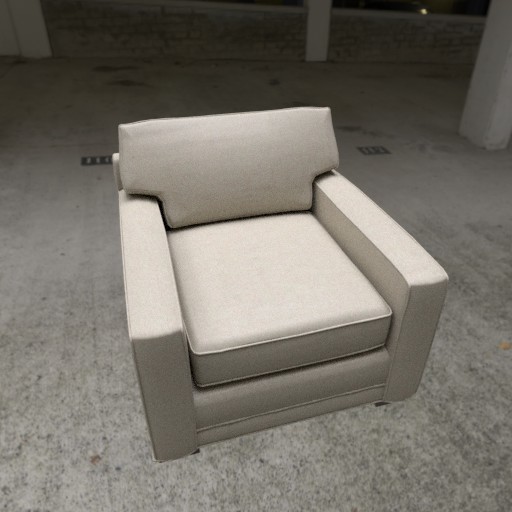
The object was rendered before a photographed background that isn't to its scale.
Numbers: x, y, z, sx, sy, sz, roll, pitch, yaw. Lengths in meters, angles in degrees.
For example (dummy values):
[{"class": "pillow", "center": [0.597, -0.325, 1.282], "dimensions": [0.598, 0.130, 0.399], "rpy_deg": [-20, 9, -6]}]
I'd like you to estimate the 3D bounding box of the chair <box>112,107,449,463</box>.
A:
[{"class": "chair", "center": [0.000, 0.000, 1.756], "dimensions": [0.998, 0.913, 1.043], "rpy_deg": [-9, 35, -13]}]
